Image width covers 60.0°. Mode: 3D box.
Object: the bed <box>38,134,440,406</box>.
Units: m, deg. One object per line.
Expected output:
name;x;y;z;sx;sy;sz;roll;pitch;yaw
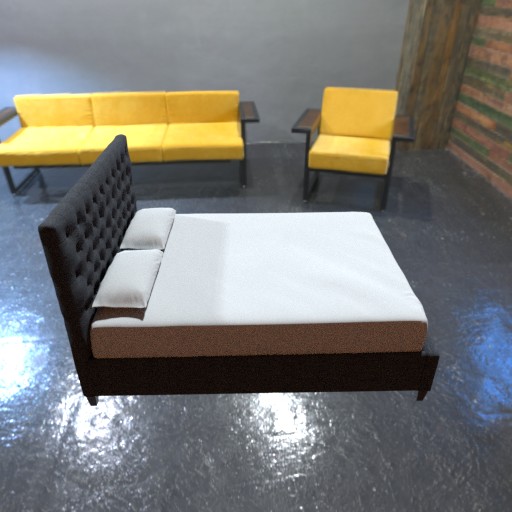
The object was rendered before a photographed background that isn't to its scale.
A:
bed;0.000;0.000;3.426;2.387;1.427;1.698;-1;32;-1
